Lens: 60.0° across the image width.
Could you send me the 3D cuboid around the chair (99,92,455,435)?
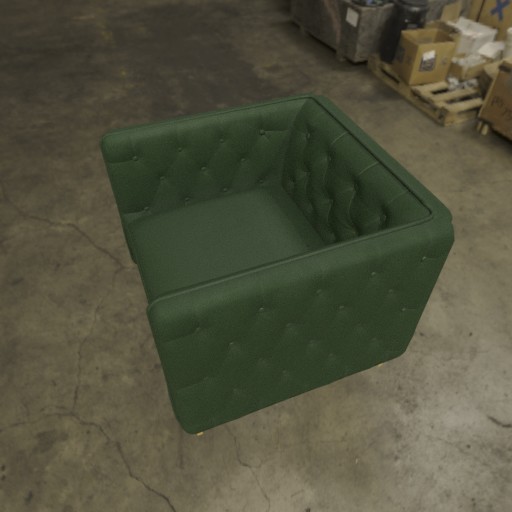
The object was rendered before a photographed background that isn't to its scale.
[{"bbox_3d":[0.000,0.000,1.614,0.855,0.768,0.917,-16,48,-15],"label":"chair"}]
